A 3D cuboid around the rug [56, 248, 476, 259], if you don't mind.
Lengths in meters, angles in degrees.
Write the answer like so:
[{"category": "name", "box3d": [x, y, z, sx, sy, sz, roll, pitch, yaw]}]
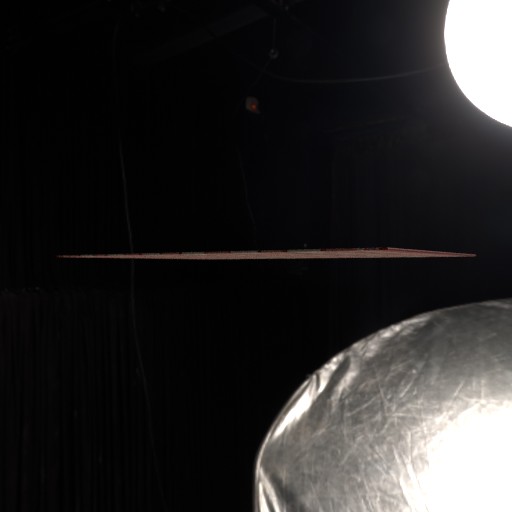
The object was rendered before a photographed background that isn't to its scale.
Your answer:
[{"category": "rug", "box3d": [0.000, 0.000, 3.017, 2.431, 0.010, 1.535, -1, -1, 38]}]
